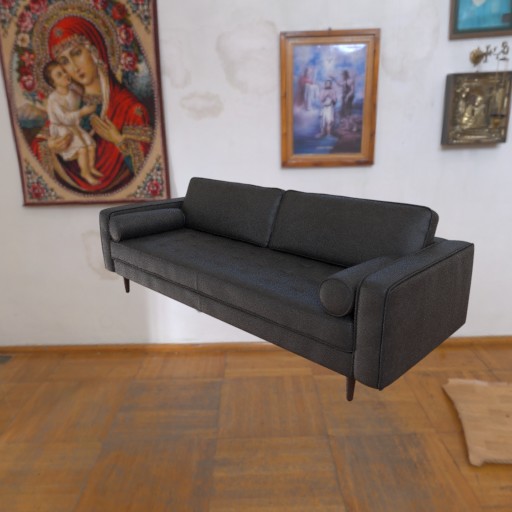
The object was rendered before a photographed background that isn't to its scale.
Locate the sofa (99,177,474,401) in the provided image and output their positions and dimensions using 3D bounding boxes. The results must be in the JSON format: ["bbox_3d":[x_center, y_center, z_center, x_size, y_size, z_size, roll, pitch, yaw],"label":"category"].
[{"bbox_3d":[0.000,0.000,2.653,2.210,0.762,0.914,15,22,42],"label":"sofa"}]
